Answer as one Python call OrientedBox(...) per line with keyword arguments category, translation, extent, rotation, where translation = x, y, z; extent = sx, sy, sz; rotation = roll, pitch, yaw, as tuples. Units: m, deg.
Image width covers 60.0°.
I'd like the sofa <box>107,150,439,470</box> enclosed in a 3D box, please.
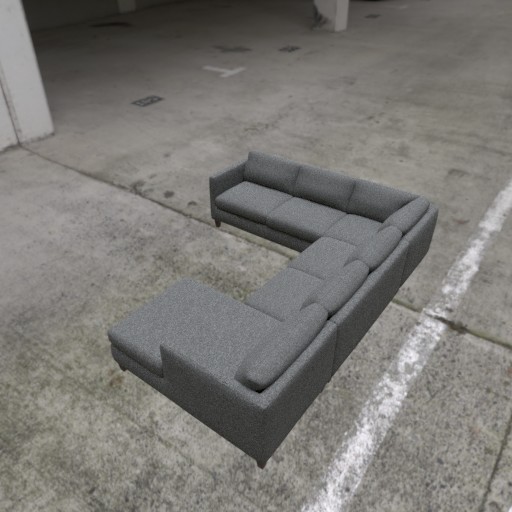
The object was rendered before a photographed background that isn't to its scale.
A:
OrientedBox(category="sofa", translation=(0.000, 0.000, 4.431), extent=(2.551, 0.853, 3.238), rotation=(23, 40, 30))
